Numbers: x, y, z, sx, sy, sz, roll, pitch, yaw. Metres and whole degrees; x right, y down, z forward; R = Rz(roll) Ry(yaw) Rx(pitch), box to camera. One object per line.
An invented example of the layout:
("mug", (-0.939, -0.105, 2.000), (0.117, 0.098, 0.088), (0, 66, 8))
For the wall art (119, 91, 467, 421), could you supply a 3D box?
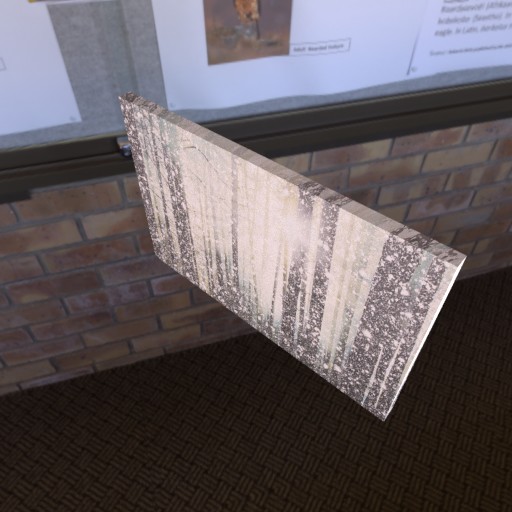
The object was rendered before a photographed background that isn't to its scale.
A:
("wall art", (0.000, 0.000, 1.169), (0.919, 0.598, 0.038), (32, 54, 27))
